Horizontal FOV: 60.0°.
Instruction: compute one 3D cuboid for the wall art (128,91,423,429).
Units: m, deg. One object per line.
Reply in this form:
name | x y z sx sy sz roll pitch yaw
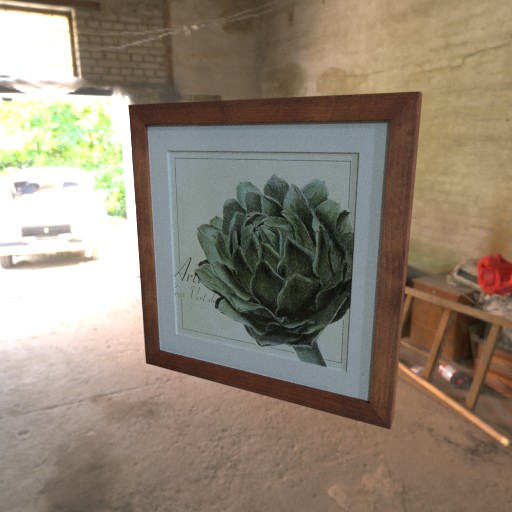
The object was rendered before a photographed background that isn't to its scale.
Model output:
wall art | 0.000 0.000 0.857 0.554 0.572 0.037 7 16 25
